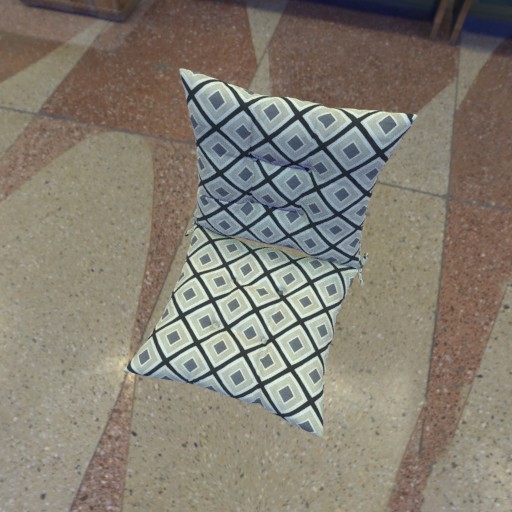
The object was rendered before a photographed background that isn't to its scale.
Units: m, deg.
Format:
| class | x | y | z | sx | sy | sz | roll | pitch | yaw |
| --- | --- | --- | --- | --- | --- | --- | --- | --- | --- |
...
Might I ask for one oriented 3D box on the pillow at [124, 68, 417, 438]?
| class | x | y | z | sx | sy | sz | roll | pitch | yaw |
| --- | --- | --- | --- | --- | --- | --- | --- | --- | --- |
| pillow | 0.000 | 0.000 | 1.010 | 0.541 | 0.536 | 0.585 | 15 | 60 | 9 |
